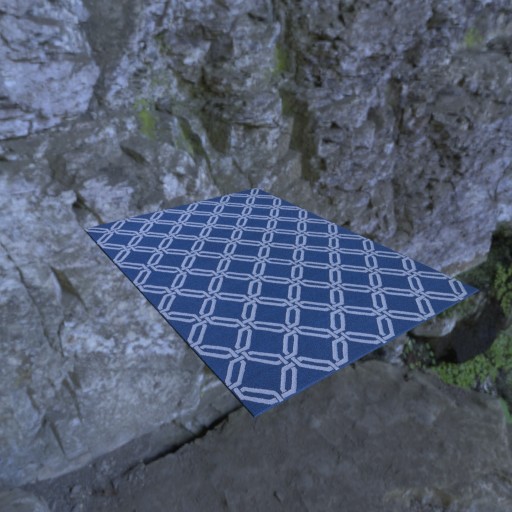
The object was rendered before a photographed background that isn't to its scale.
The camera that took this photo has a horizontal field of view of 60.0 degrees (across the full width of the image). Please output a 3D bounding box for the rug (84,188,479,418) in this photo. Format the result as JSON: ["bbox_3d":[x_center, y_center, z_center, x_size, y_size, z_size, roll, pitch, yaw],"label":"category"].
[{"bbox_3d":[0.000,0.000,4.468,2.432,0.018,3.342,-19,33,-31],"label":"rug"}]
